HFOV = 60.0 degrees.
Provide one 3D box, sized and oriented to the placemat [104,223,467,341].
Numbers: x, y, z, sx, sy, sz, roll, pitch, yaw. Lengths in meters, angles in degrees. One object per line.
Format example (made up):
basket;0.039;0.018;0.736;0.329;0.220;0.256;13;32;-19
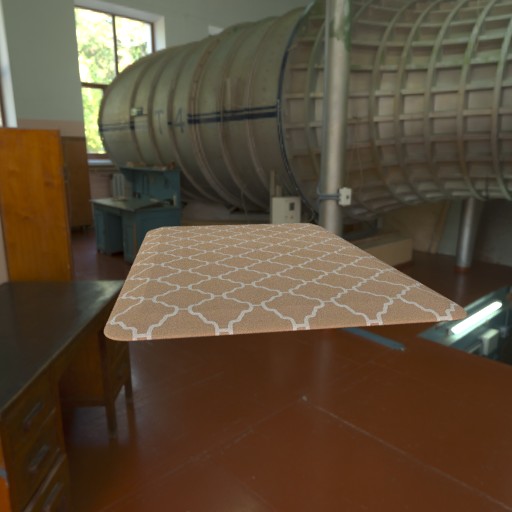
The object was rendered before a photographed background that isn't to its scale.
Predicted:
placemat;0.000;0.000;0.942;0.508;0.021;0.762;-2;14;-9
